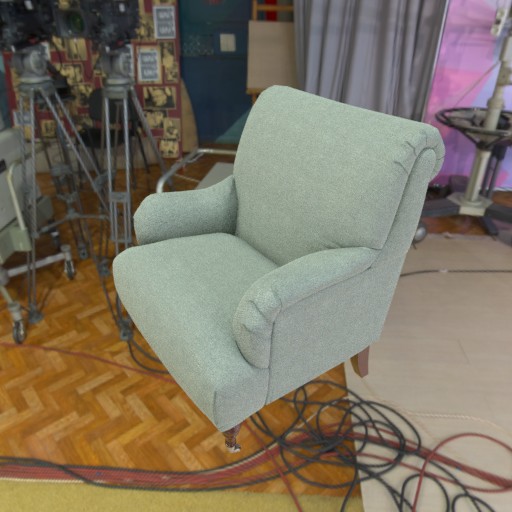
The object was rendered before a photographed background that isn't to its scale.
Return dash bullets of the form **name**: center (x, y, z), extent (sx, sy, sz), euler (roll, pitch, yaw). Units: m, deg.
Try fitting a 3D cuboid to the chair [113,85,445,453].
- **chair**: center (0.000, 0.000, 1.906), extent (1.060, 1.178, 0.964), euler (-21, 37, -29)
